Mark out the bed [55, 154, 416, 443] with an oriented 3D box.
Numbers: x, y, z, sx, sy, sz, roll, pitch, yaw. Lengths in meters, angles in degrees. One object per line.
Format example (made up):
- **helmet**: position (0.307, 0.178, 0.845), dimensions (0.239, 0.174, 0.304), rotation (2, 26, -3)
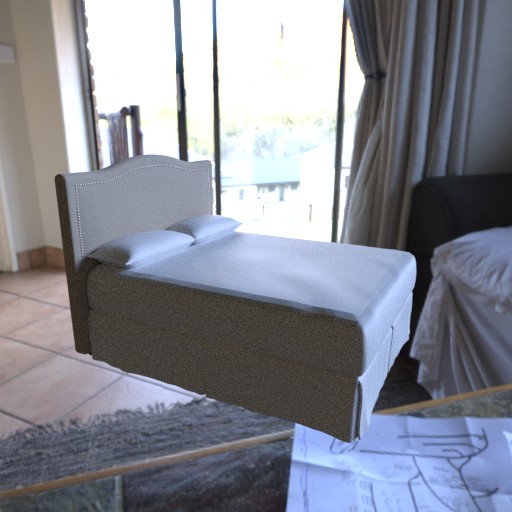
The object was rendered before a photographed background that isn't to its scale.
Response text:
- **bed**: position (0.000, 0.000, 3.223), dimensions (2.052, 1.398, 1.678), rotation (8, 18, 27)
